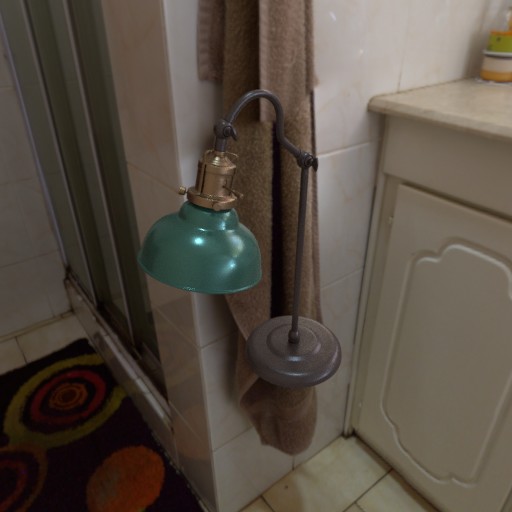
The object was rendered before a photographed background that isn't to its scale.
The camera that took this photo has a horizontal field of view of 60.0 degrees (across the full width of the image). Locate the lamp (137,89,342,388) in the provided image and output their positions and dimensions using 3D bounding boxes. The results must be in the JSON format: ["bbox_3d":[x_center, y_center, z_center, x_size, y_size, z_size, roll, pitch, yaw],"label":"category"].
[{"bbox_3d":[0.000,0.000,0.712,0.374,0.508,0.192,-20,36,-30],"label":"lamp"}]
